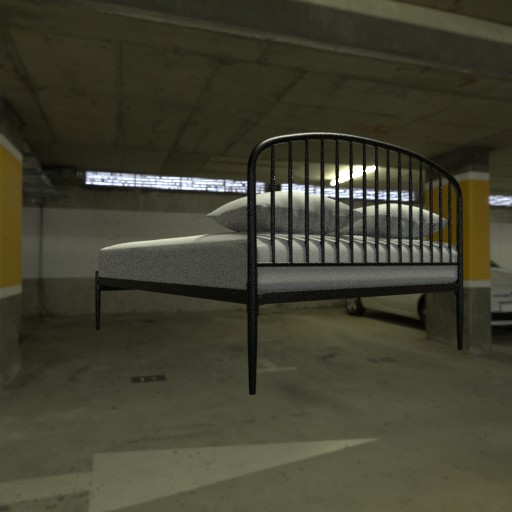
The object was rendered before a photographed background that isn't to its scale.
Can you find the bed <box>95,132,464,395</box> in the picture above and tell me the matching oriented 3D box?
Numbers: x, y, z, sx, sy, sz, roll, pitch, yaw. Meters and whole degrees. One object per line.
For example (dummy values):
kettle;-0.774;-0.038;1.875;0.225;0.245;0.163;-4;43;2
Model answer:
bed;0.000;0.000;3.135;1.618;1.166;2.159;1;-1;-36
